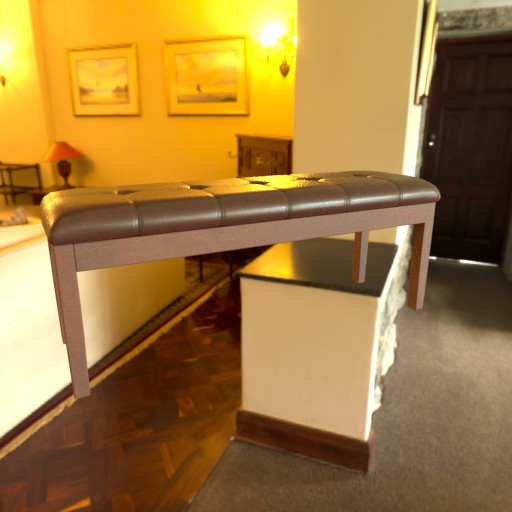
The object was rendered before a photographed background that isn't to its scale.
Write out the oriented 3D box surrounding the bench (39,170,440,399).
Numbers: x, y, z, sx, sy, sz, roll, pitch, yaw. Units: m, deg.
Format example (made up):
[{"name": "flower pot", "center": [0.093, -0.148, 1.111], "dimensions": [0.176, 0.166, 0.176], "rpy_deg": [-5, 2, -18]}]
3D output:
[{"name": "bench", "center": [0.000, 0.000, 1.482], "dimensions": [1.259, 0.491, 0.401], "rpy_deg": [-9, 19, -26]}]
